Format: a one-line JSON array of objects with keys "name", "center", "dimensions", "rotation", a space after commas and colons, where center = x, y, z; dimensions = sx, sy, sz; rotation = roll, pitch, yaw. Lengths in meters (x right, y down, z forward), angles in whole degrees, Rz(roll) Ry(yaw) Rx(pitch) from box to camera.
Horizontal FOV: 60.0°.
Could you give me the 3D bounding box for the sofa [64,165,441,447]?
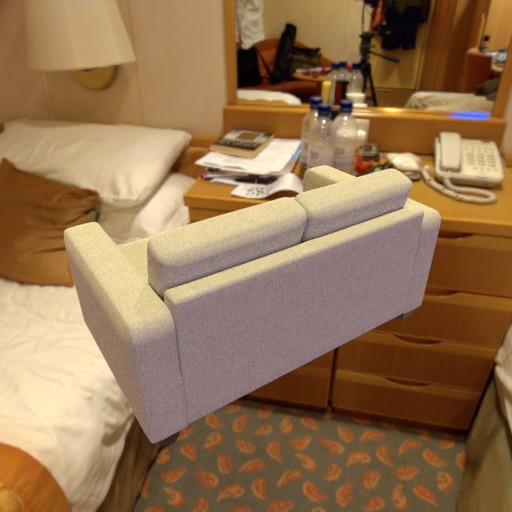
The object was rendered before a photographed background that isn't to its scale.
[{"name": "sofa", "center": [0.000, 0.000, 2.119], "dimensions": [1.540, 0.800, 0.900], "rotation": [-19, 35, -29]}]
